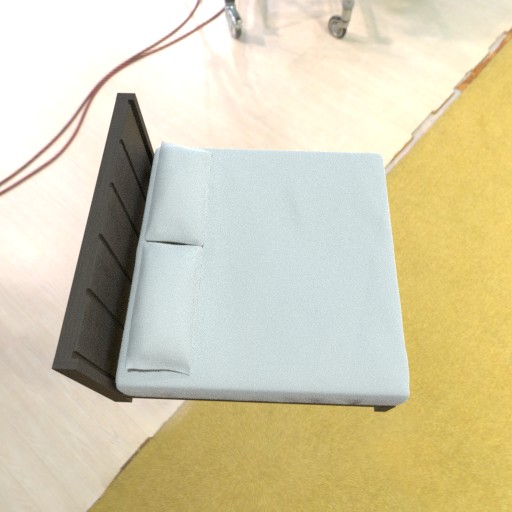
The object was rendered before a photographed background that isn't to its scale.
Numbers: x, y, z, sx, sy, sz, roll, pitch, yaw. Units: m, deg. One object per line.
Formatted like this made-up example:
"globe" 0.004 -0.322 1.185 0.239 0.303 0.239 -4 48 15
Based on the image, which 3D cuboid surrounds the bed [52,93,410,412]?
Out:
"bed" 0.000 0.000 3.523 2.238 1.261 2.143 2 64 1
